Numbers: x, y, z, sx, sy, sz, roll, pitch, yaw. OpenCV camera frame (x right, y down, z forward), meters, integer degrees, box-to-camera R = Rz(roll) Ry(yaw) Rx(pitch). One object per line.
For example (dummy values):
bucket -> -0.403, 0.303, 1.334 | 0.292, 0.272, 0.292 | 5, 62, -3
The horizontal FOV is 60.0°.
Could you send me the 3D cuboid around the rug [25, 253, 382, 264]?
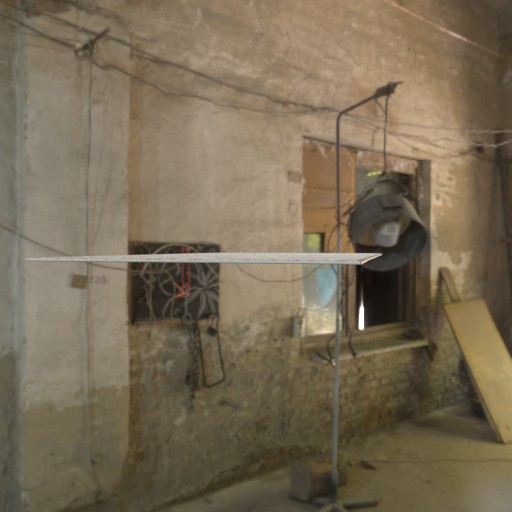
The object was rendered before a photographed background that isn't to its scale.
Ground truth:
rug -> 0.000, 0.000, 2.333 | 1.219, 0.012, 1.839 | 0, 1, 18
